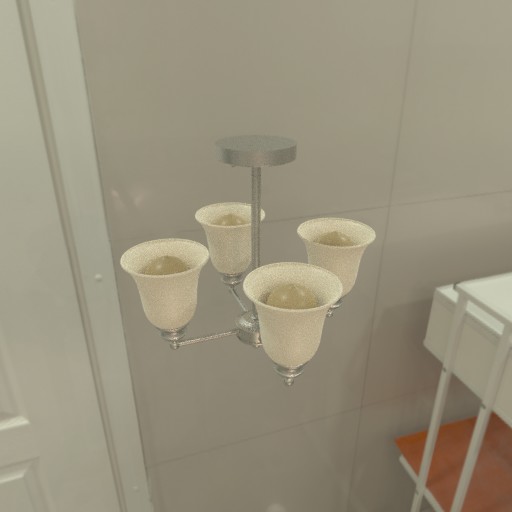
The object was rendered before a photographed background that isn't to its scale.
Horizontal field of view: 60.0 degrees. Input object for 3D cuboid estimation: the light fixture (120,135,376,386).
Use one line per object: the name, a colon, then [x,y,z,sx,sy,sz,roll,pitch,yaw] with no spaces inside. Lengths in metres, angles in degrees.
light fixture: [0.000,0.000,0.732,0.427,0.370,0.427,-9,27,-18]
